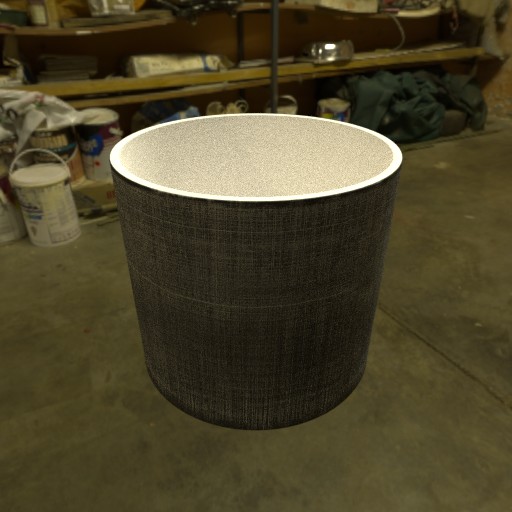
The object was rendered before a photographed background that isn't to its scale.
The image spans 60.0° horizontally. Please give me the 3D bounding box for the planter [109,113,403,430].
[{"bbox_3d":[0.000,0.000,0.397,0.221,0.201,0.221,0,30,0],"label":"planter"}]
